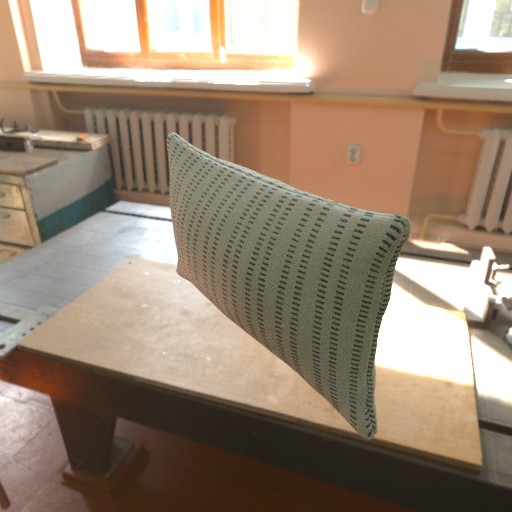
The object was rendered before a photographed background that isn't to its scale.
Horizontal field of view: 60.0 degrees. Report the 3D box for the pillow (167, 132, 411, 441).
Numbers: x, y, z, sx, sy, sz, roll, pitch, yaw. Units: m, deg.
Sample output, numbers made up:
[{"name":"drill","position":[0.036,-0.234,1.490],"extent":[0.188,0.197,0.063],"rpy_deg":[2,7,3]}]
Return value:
[{"name":"pillow","position":[0.000,0.000,0.821],"extent":[0.210,0.353,0.640],"rpy_deg":[-18,31,-31]}]
